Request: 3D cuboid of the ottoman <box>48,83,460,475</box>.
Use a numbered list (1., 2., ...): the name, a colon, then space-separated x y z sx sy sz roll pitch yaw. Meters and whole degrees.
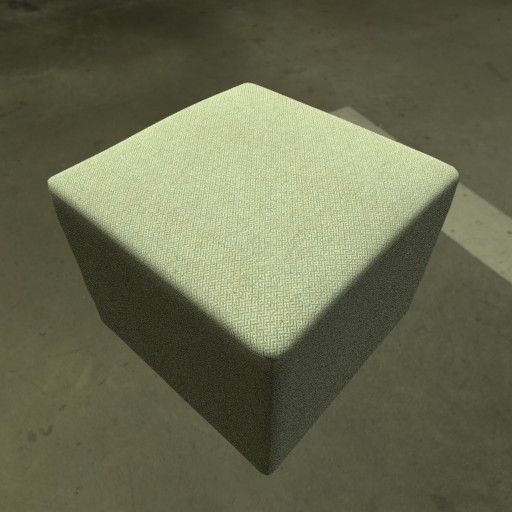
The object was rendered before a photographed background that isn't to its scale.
1. ottoman: 0.000 0.000 0.885 0.521 0.453 0.512 33 55 28
